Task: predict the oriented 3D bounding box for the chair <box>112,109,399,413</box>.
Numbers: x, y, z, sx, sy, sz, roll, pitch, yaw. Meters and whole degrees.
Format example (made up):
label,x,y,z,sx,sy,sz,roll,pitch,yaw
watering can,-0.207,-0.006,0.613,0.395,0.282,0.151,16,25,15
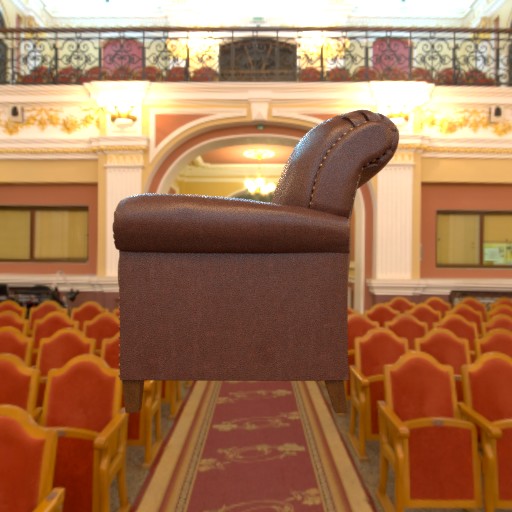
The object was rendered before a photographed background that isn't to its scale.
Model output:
label,x,y,z,sx,sy,sz,roll,pitch,yaw
chair,0.000,0.000,1.649,0.890,0.927,0.854,0,-1,1
